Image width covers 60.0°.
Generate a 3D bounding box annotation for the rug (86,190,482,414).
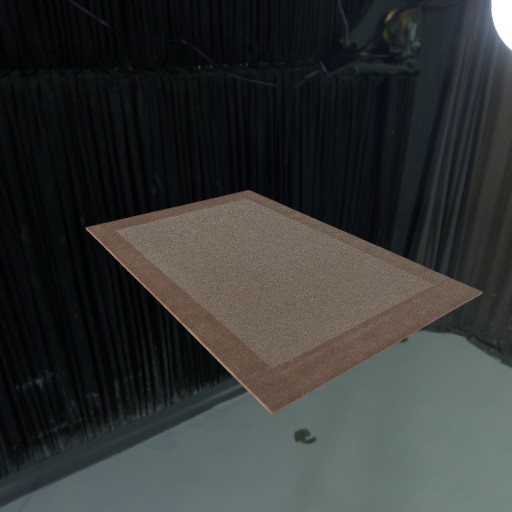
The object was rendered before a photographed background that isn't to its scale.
[{"bbox_3d":[0.000,0.000,2.355,1.219,0.014,1.829,-18,32,-32],"label":"rug"}]
